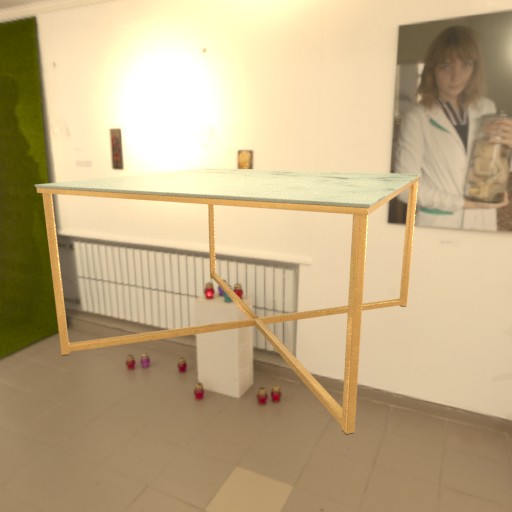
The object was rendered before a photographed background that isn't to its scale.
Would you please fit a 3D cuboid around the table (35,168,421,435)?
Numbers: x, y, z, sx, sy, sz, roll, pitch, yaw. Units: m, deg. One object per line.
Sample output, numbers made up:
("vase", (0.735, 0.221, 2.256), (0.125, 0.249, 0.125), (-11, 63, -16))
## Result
("table", (0.000, 0.000, 1.304), (0.800, 0.450, 0.800), (7, 16, 25))
